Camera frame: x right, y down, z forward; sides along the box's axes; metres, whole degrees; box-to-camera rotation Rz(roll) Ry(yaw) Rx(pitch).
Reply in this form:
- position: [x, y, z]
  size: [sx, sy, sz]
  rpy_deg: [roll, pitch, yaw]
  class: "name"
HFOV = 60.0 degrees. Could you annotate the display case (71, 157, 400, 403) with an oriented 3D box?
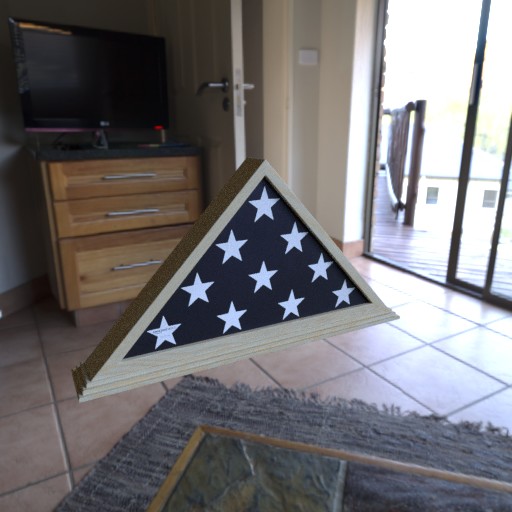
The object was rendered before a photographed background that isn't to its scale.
- position: [0.000, 0.000, 0.789]
  size: [0.640, 0.340, 0.095]
  rpy_deg: [-8, 18, -27]
  class: "display case"
